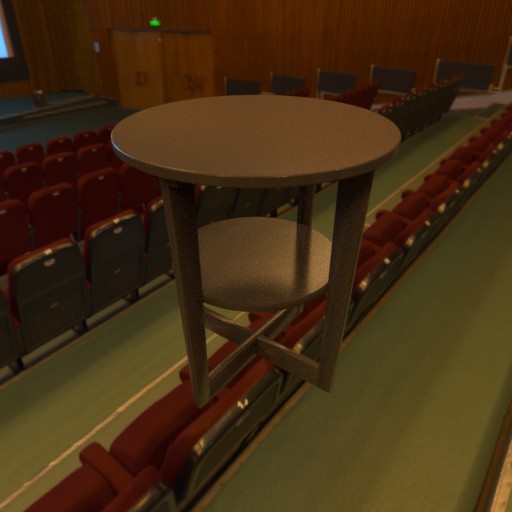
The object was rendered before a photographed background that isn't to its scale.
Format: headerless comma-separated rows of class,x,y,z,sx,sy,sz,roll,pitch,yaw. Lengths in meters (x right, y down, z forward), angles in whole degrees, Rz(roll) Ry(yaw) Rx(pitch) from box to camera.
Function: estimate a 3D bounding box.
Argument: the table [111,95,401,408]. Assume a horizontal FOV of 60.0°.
table,0.000,0.000,0.934,0.500,0.550,0.500,0,31,0
